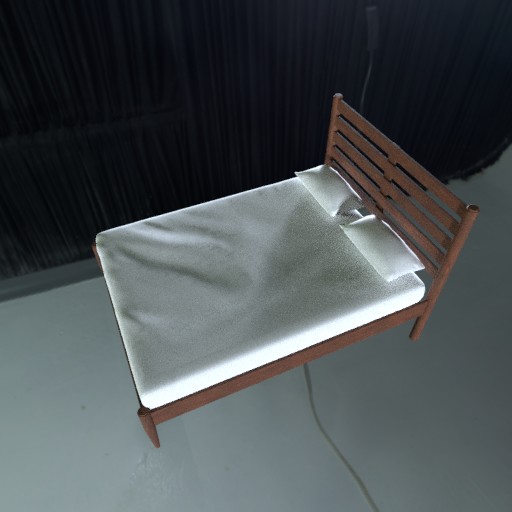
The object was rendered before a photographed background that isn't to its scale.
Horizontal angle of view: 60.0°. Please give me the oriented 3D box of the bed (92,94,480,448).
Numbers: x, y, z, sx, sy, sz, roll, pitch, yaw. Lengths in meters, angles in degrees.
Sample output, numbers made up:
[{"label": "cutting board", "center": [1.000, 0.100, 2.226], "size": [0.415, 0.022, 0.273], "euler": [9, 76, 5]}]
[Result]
[{"label": "bed", "center": [0.000, 0.000, 3.118], "size": [2.093, 1.304, 1.509], "euler": [-18, 49, -16]}]
